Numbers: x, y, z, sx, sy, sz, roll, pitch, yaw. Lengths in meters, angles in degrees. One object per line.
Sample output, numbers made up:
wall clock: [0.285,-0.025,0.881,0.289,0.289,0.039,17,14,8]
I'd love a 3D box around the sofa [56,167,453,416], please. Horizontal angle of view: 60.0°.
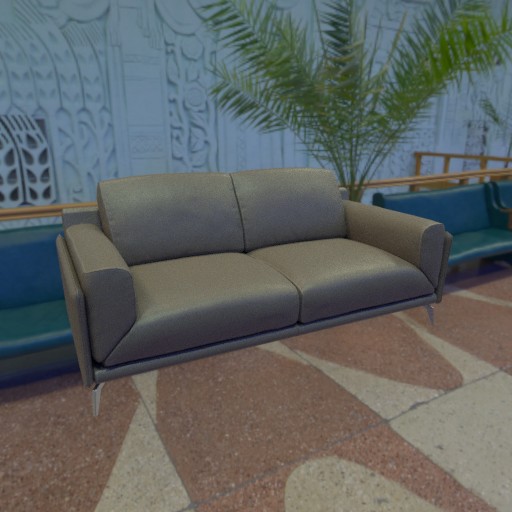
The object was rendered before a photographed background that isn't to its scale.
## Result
sofa: [0.000,0.000,2.620,2.101,0.930,1.049,-8,18,-25]
